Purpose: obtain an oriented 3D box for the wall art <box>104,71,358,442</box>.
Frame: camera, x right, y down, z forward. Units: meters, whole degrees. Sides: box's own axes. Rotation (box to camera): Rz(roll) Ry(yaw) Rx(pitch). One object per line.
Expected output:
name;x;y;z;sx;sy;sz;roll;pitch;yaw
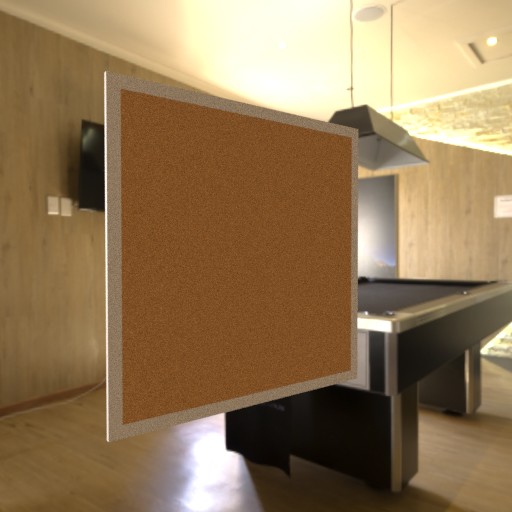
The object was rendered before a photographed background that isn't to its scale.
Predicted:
wall art;0.000;0.000;0.833;0.558;0.559;0.009;-1;1;-36
